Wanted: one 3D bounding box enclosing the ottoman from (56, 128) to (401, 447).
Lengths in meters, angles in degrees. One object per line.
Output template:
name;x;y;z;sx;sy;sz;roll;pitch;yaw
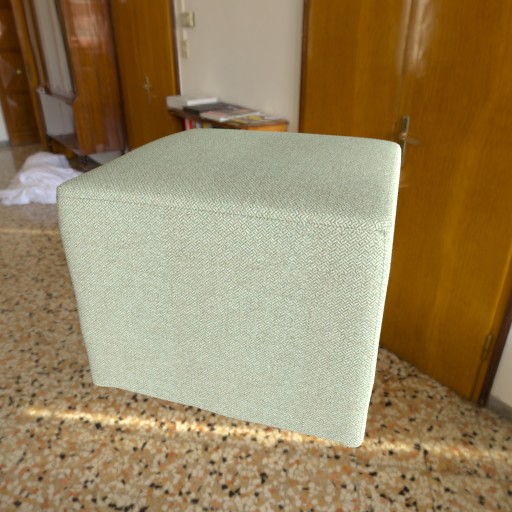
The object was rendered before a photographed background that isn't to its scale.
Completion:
ottoman;0.000;0.000;0.910;0.521;0.453;0.512;8;27;16
